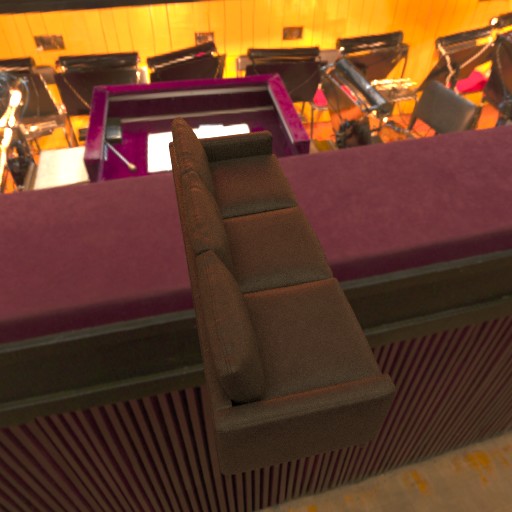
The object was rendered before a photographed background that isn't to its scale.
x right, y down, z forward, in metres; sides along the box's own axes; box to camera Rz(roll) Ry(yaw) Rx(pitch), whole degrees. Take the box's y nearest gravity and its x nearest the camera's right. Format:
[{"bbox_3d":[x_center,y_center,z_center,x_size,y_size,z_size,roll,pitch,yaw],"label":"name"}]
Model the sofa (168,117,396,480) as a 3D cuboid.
[{"bbox_3d":[0.000,0.000,2.427,0.748,0.805,2.029,-9,46,-9],"label":"sofa"}]
